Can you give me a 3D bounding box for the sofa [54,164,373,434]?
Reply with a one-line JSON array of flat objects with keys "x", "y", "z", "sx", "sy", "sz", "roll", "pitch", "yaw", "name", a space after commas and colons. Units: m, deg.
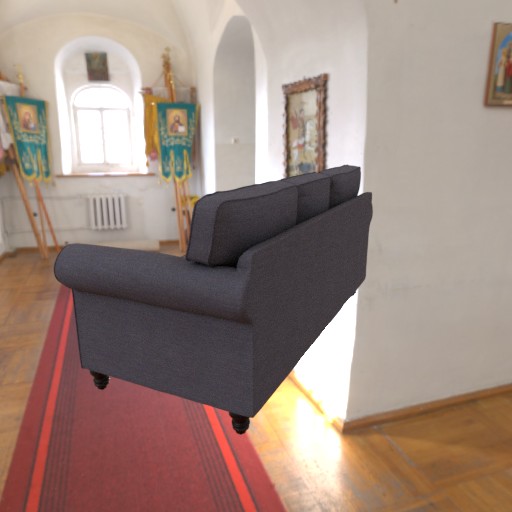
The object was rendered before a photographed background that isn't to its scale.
[{"x": 0.000, "y": 0.000, "z": 2.586, "sx": 0.909, "sy": 0.966, "sz": 2.084, "roll": 7, "pitch": 17, "yaw": 25, "name": "sofa"}]
